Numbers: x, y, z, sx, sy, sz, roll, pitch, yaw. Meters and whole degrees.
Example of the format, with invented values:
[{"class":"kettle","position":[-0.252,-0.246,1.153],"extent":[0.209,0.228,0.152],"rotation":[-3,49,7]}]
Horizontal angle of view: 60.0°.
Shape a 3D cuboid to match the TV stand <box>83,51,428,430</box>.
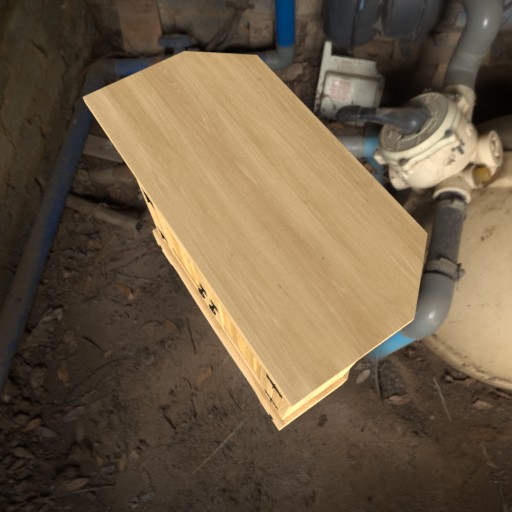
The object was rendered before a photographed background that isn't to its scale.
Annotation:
[{"class":"TV stand","position":[0.000,0.000,1.309],"extent":[0.425,0.781,0.851],"rotation":[-31,68,-14]}]
